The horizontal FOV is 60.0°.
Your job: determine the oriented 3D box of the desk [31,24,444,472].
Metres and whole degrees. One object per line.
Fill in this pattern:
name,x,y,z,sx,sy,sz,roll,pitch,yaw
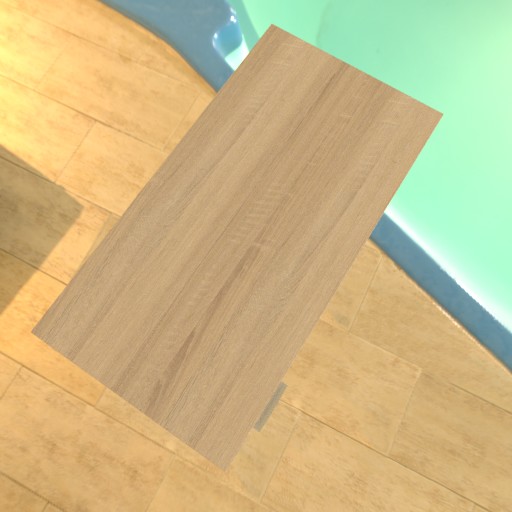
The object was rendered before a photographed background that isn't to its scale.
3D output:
desk,0.000,0.000,1.516,0.600,0.731,1.100,32,76,9
